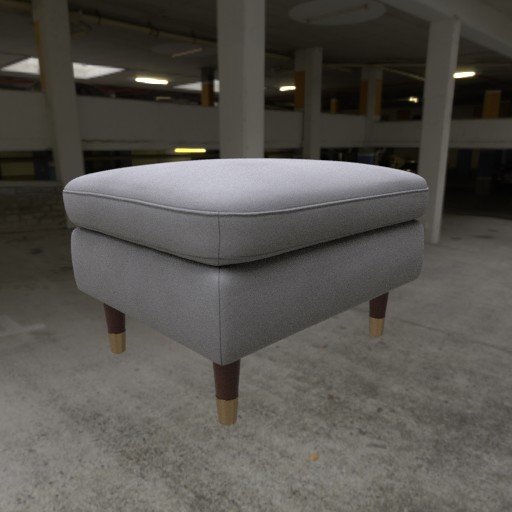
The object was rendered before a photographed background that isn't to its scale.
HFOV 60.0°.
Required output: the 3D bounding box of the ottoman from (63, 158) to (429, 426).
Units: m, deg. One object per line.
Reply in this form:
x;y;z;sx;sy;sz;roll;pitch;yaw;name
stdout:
0.000;0.000;1.120;0.593;0.478;0.747;14;20;43;ottoman
